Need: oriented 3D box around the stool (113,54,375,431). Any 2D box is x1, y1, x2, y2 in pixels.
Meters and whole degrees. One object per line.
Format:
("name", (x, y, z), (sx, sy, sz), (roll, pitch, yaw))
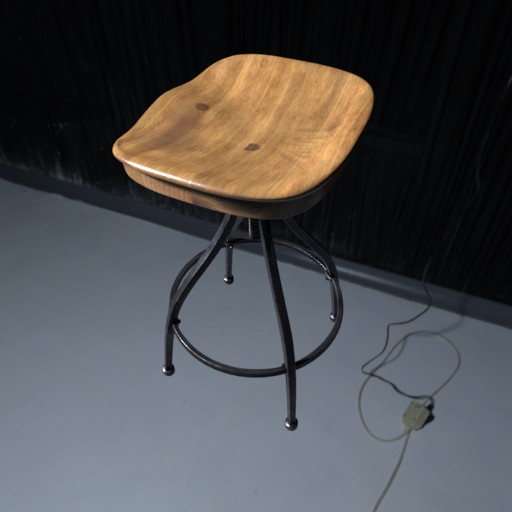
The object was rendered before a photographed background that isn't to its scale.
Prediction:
("stool", (0.000, 0.000, 0.974), (0.424, 0.694, 0.432), (18, 49, 17))
